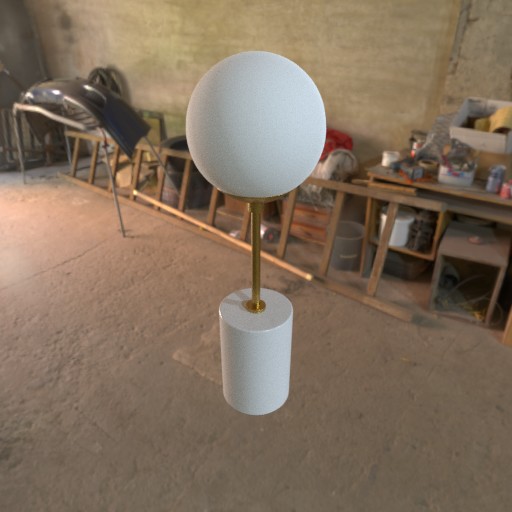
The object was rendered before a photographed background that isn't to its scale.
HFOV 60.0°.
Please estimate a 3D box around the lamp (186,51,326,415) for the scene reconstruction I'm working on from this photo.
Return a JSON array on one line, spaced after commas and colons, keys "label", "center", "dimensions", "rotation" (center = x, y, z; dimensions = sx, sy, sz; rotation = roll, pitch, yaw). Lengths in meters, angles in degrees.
[{"label": "lamp", "center": [0.000, 0.000, 0.571], "dimensions": [0.153, 0.480, 0.153], "rotation": [0, 30, 0]}]
